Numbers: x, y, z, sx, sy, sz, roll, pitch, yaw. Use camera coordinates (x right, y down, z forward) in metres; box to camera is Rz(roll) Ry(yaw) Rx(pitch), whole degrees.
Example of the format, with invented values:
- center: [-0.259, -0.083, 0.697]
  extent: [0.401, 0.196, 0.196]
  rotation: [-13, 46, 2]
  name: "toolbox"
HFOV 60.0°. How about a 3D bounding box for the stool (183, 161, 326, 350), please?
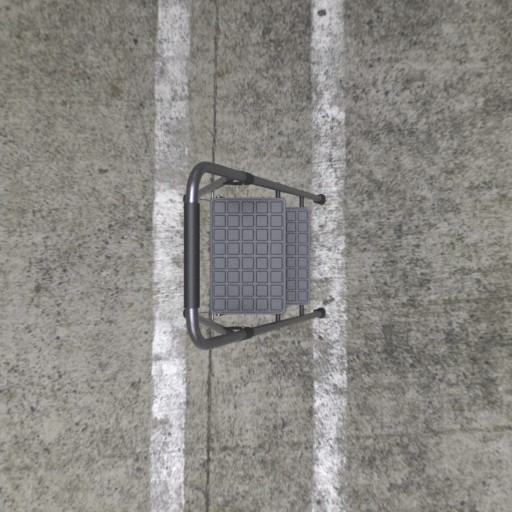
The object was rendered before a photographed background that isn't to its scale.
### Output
- center: [0.000, 0.000, 1.159]
  extent: [0.514, 0.872, 0.450]
  rotation: [0, 90, -1]
  name: "stool"
